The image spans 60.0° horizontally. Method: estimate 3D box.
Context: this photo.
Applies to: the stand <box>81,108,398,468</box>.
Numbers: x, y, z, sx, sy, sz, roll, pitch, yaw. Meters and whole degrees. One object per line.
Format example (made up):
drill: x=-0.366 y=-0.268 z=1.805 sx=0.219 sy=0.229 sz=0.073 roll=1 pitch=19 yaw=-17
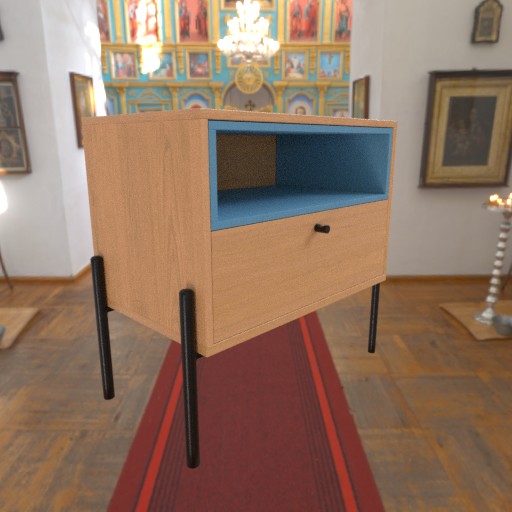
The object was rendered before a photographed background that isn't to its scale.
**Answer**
stand: x=0.000 y=0.000 z=1.017 sx=0.400 sy=0.600 sz=0.630 roll=14 pitch=20 yaw=43
